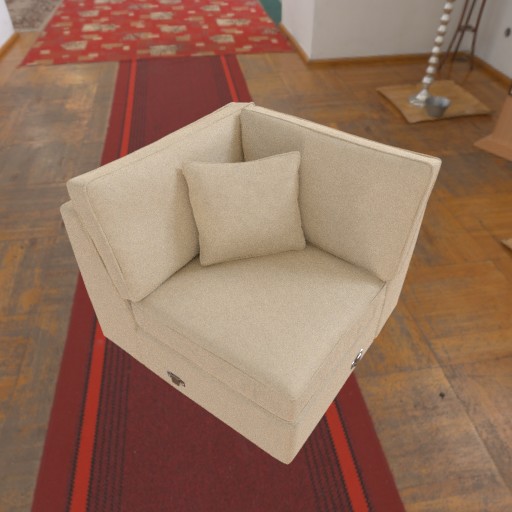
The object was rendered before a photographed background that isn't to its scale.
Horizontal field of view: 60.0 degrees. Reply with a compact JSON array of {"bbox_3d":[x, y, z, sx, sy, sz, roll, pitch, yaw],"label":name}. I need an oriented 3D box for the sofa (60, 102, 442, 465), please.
[{"bbox_3d":[0.000,0.000,1.965,1.146,1.002,1.084,25,46,26],"label":"sofa"}]
